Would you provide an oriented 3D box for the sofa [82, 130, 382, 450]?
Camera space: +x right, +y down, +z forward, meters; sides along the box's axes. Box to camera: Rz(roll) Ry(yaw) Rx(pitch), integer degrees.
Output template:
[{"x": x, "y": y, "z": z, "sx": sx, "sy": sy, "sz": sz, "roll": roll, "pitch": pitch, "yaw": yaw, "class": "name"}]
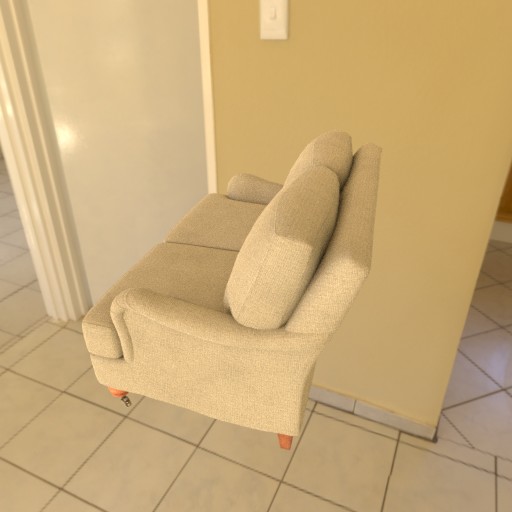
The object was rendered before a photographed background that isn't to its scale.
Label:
[{"x": 0.000, "y": 0.000, "z": 2.209, "sx": 1.087, "sy": 0.999, "sz": 1.480, "roll": 8, "pitch": 30, "yaw": 13, "class": "sofa"}]
